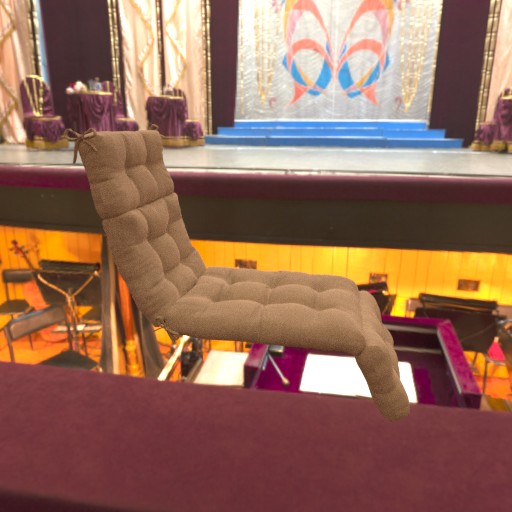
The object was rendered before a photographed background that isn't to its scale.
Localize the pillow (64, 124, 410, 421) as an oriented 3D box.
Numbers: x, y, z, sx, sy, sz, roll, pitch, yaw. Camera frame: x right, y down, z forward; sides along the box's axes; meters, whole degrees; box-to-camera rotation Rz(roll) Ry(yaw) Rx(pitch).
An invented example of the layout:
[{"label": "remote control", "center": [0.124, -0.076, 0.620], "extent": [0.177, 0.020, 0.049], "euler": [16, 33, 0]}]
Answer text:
[{"label": "pillow", "center": [0.000, 0.000, 1.510], "extent": [1.016, 0.863, 0.526], "euler": [3, 17, 9]}]
